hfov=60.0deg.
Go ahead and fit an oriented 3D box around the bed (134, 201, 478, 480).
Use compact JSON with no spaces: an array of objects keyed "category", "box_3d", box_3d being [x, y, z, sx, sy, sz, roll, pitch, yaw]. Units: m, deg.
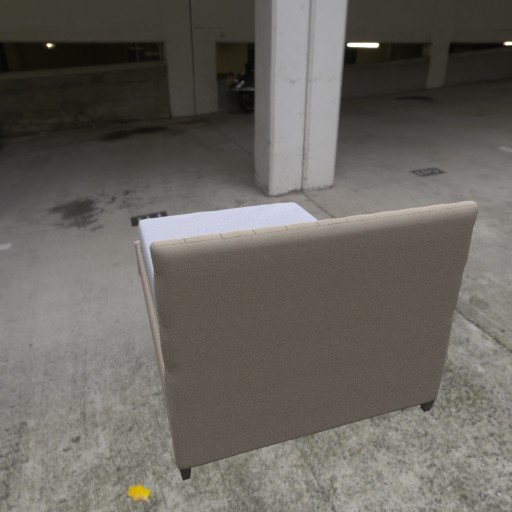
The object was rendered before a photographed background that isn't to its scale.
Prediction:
[{"category":"bed","box_3d":[0.000,0.000,3.357,1.698,1.427,2.387,-8,27,-16]}]
